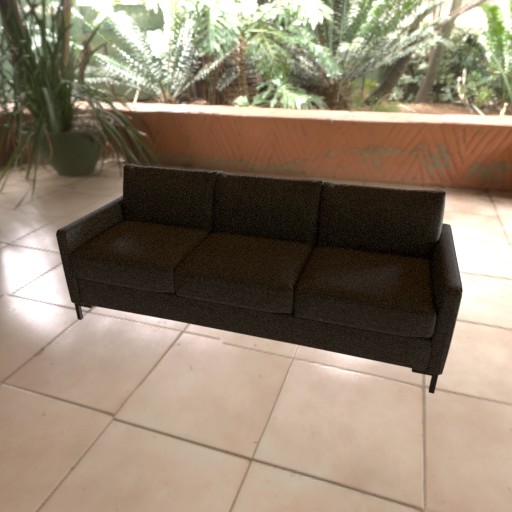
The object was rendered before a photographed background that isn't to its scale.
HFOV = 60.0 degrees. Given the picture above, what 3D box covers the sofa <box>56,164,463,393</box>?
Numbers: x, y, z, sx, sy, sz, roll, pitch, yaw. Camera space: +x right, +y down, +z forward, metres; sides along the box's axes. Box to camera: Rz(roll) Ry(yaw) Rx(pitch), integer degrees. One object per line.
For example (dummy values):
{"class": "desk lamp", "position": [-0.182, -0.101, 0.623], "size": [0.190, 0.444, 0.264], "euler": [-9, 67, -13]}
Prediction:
{"class": "sofa", "position": [0.000, 0.000, 2.722], "size": [2.253, 0.879, 0.876], "euler": [8, 27, 16]}
